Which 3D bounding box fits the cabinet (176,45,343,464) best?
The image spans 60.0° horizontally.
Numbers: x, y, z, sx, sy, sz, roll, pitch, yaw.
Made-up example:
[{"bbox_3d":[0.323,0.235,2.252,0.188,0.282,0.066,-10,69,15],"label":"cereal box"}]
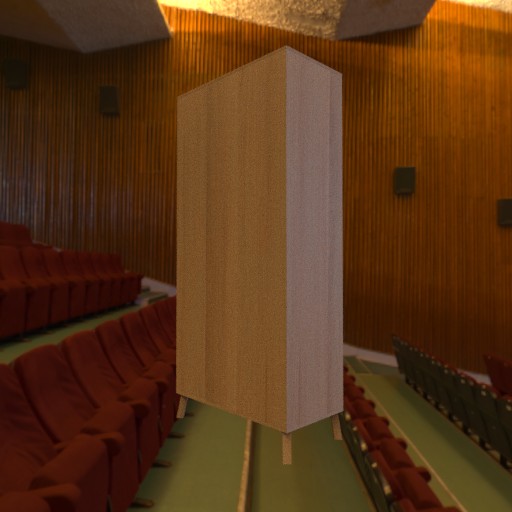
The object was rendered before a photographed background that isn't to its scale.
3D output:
[{"bbox_3d":[0.000,0.000,2.703,0.969,1.957,1.272,0,-1,1],"label":"cabinet"}]
